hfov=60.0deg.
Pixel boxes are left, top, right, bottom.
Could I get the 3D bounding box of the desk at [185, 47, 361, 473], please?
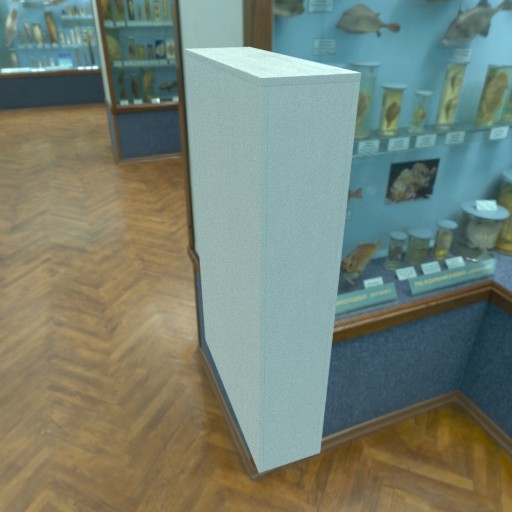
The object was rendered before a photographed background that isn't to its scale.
[{"bbox_3d":[0.000,0.000,1.563,0.250,1.280,0.750,-10,31,-17],"label":"desk"}]
